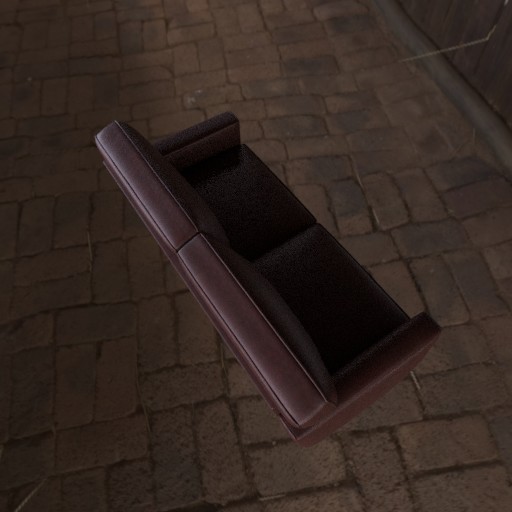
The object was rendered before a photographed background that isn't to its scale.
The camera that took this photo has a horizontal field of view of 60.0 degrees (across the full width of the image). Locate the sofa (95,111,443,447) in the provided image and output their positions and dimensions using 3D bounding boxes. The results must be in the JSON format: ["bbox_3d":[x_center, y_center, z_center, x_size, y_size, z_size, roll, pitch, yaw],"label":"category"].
[{"bbox_3d":[0.000,0.000,2.421,0.912,0.928,1.876,-30,62,-18],"label":"sofa"}]
